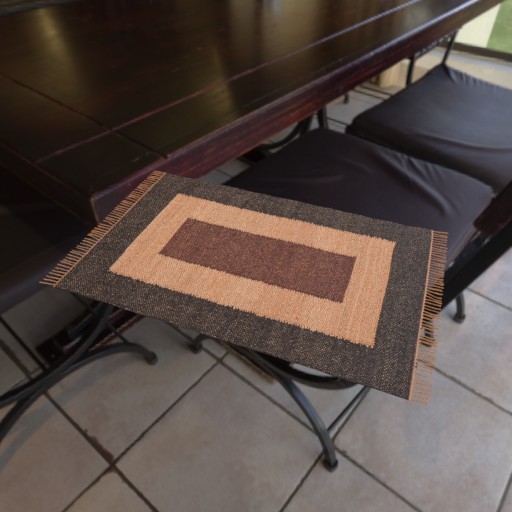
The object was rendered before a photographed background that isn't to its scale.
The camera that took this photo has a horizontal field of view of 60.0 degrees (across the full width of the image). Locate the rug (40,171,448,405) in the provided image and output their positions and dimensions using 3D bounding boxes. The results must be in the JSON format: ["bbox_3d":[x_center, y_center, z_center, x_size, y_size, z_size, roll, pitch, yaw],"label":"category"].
[{"bbox_3d":[0.000,0.000,1.907,1.541,0.013,0.920,14,44,15],"label":"rug"}]
